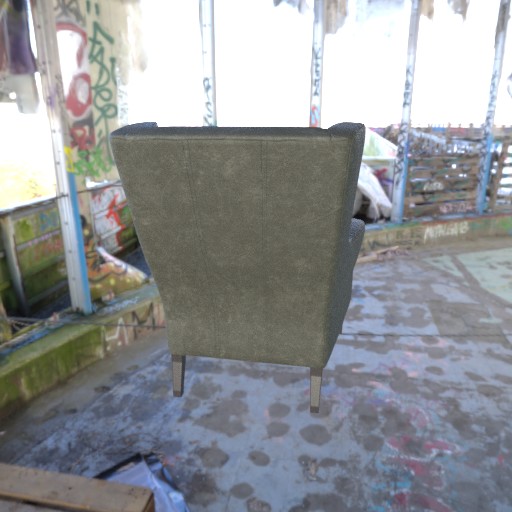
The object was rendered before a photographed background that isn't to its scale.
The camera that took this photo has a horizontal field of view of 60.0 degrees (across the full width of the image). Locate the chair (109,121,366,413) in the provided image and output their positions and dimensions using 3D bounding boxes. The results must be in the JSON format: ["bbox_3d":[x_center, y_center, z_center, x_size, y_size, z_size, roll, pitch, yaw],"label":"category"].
[{"bbox_3d":[0.000,0.000,1.744,0.853,1.016,0.926,3,18,10],"label":"chair"}]
